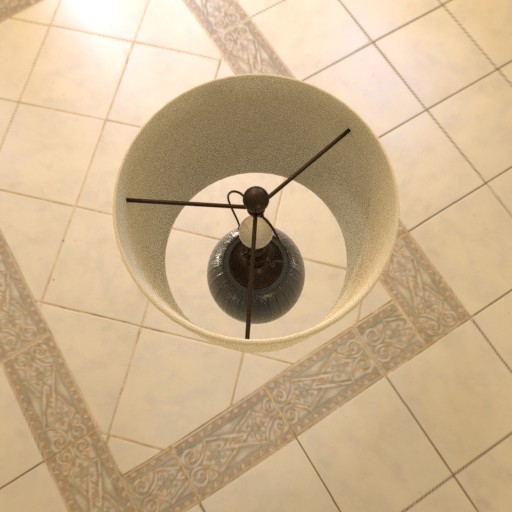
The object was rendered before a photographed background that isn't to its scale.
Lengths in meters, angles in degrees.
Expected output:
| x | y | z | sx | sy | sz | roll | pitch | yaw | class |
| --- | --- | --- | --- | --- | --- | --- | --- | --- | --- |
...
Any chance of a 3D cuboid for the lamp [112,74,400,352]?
| x | y | z | sx | sy | sz | roll | pitch | yaw | class |
| --- | --- | --- | --- | --- | --- | --- | --- | --- | --- |
| 0.000 | 0.000 | 0.769 | 0.329 | 0.570 | 0.329 | -41 | 80 | -9 | lamp |
